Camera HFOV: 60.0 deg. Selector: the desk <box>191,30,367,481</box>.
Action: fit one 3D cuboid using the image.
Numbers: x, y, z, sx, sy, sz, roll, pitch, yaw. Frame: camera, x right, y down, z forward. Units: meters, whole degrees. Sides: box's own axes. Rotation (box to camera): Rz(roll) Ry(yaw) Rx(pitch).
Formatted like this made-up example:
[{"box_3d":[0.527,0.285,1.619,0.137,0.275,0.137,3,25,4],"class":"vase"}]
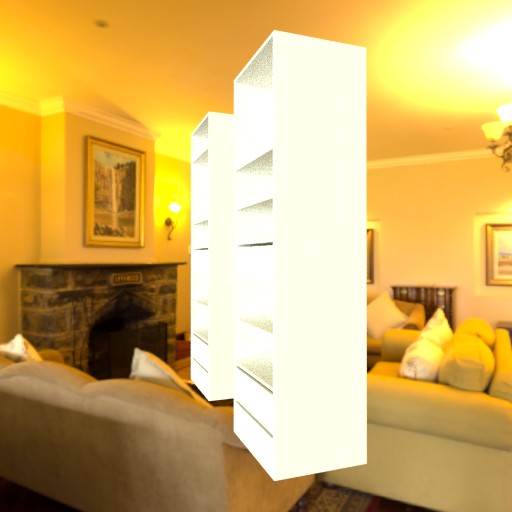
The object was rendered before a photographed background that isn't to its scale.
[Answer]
[{"box_3d":[0.000,0.000,2.879,0.480,2.000,1.770,0,0,-20],"class":"desk"}]
